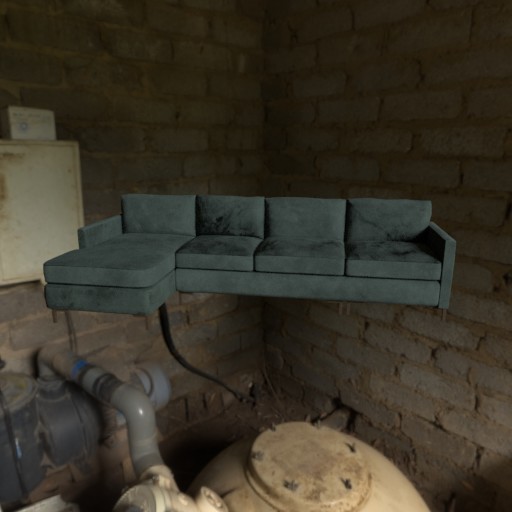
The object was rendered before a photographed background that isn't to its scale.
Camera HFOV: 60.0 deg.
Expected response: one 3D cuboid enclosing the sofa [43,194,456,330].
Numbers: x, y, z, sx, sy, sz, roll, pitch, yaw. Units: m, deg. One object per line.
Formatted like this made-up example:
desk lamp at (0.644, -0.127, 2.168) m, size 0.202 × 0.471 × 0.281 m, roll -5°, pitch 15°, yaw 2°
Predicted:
sofa at (0.000, 0.000, 4.110) m, size 3.400 × 0.967 × 1.500 m, roll 3°, pitch 15°, yaw 10°
